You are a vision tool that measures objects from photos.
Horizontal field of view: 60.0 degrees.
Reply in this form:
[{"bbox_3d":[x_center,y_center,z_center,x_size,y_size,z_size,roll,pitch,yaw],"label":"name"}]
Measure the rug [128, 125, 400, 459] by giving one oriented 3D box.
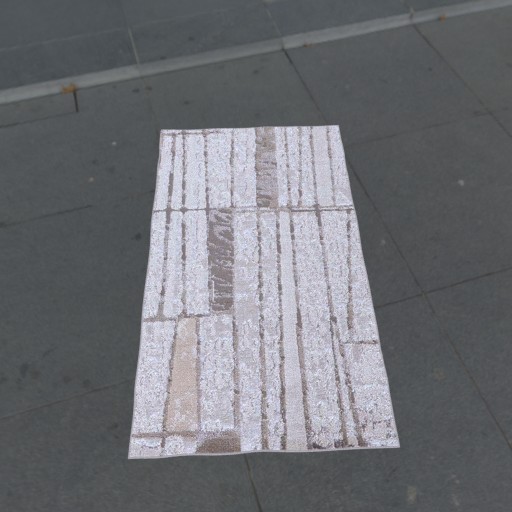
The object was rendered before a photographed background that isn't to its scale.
[{"bbox_3d":[0.000,0.000,1.056,0.515,0.007,0.867,-2,59,-1],"label":"rug"}]
